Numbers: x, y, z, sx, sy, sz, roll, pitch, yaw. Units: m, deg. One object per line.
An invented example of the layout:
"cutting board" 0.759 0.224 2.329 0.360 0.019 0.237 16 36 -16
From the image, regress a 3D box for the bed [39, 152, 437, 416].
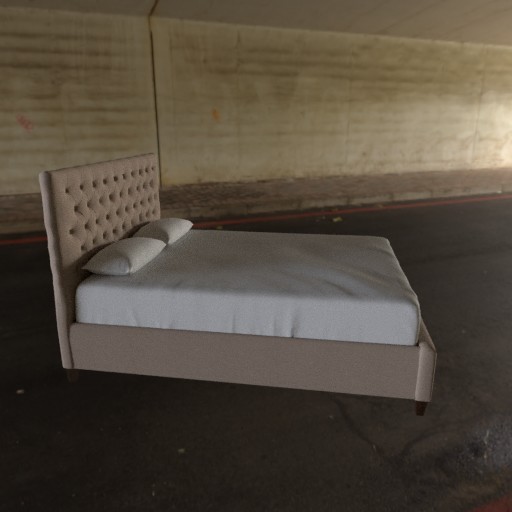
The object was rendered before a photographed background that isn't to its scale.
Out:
"bed" 0.000 0.000 3.424 2.387 1.427 1.698 3 17 9
